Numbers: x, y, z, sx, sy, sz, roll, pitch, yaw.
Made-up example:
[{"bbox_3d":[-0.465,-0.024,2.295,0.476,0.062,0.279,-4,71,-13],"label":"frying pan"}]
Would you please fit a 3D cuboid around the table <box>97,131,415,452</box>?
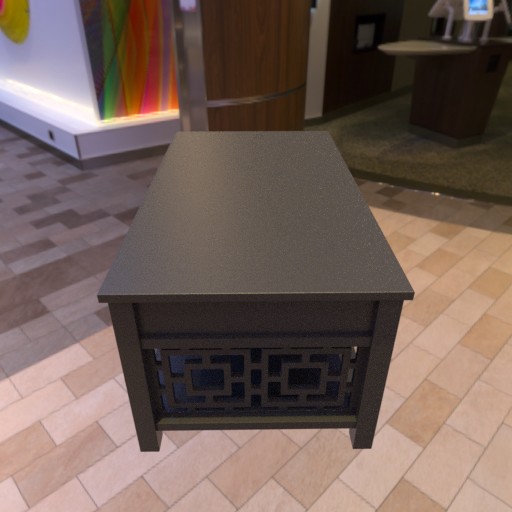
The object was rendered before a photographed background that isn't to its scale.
[{"bbox_3d":[0.000,0.000,1.417,0.612,0.493,1.068,0,32,-1],"label":"table"}]
